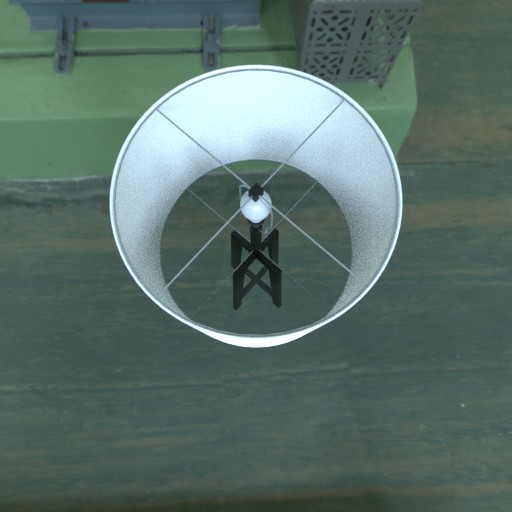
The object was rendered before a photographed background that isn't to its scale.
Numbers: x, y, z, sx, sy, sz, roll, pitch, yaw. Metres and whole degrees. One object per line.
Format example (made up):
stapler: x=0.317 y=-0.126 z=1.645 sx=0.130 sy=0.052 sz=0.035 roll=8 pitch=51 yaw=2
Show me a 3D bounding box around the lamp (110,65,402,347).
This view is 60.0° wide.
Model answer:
lamp: x=0.000 y=0.000 z=0.624 sx=0.257 sy=0.489 sz=0.257 roll=-3 pitch=76 yaw=-1
